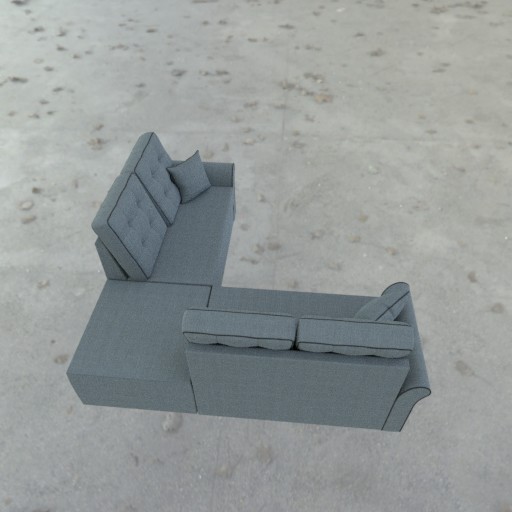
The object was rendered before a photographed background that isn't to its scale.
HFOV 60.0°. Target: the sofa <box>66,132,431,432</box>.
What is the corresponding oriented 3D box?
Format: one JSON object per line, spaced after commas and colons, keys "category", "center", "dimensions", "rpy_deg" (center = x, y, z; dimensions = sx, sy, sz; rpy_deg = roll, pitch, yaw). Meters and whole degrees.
{"category": "sofa", "center": [0.000, 0.000, 3.223], "dimensions": [2.068, 0.988, 2.070], "rpy_deg": [4, 45, 4]}
